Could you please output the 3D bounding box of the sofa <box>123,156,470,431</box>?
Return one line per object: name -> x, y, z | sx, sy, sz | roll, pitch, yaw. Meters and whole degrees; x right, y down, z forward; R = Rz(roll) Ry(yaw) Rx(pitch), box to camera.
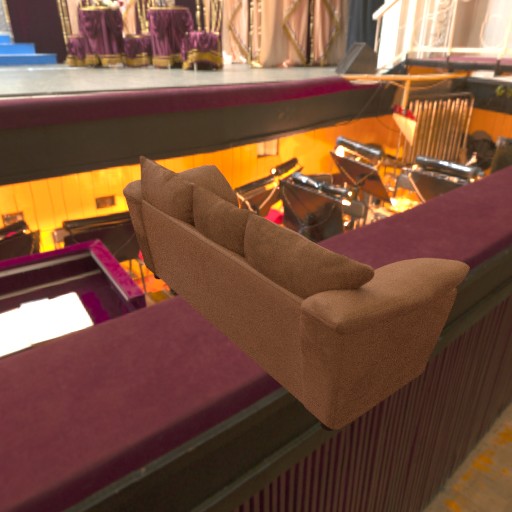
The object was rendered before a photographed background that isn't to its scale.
sofa -> 0.000, 0.000, 2.876 | 0.893, 0.981, 2.377 | -18, 32, -33
